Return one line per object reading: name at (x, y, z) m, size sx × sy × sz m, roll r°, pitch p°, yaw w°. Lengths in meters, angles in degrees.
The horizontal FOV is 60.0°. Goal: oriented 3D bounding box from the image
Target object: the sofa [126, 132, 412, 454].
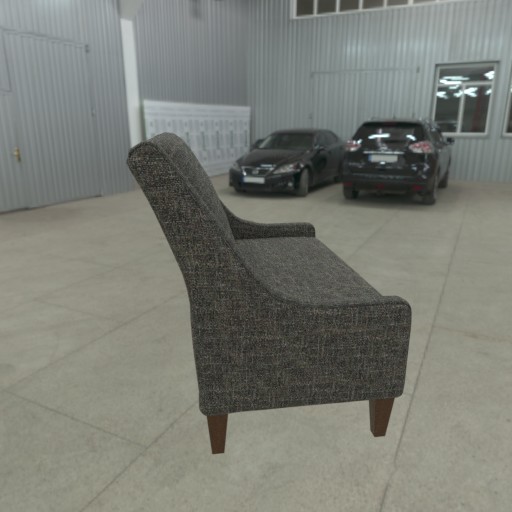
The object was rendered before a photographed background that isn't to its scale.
sofa at (0.000, 0.000, 1.923) m, size 0.870 × 1.021 × 1.242 m, roll -2°, pitch 17°, yaw -8°
